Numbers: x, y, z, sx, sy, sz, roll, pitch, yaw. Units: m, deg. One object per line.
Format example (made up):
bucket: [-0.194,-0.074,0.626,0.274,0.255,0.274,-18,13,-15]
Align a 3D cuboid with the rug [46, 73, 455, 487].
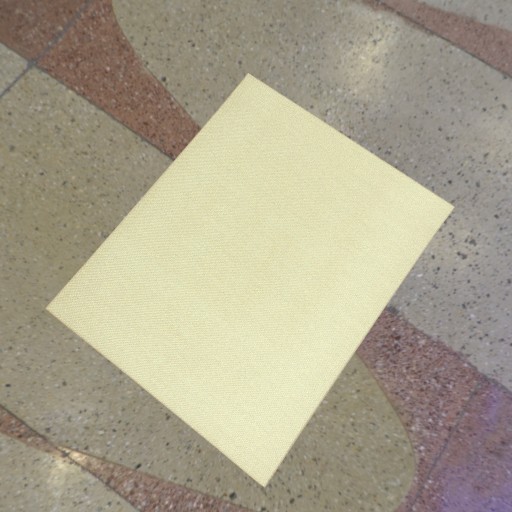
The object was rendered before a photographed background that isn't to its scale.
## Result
rug: [0.000,0.000,4.089,2.462,0.018,3.039,36,78,9]
